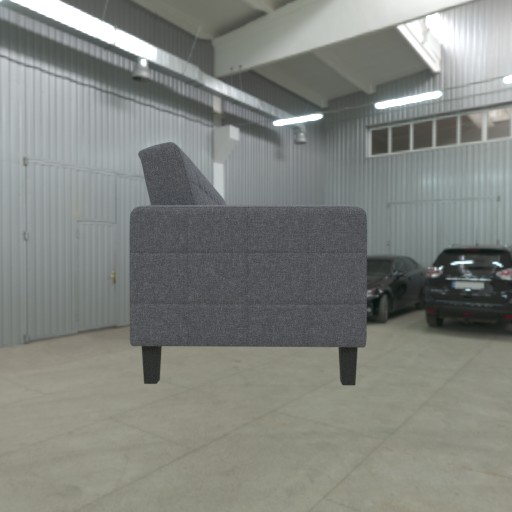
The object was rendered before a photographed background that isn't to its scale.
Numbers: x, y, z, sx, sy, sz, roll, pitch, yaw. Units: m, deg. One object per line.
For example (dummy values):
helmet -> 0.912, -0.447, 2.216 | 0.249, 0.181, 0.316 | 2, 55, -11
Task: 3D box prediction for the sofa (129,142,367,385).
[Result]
sofa -> 0.000, 0.000, 2.464 | 0.810, 0.850, 2.040 | 0, 1, 1
